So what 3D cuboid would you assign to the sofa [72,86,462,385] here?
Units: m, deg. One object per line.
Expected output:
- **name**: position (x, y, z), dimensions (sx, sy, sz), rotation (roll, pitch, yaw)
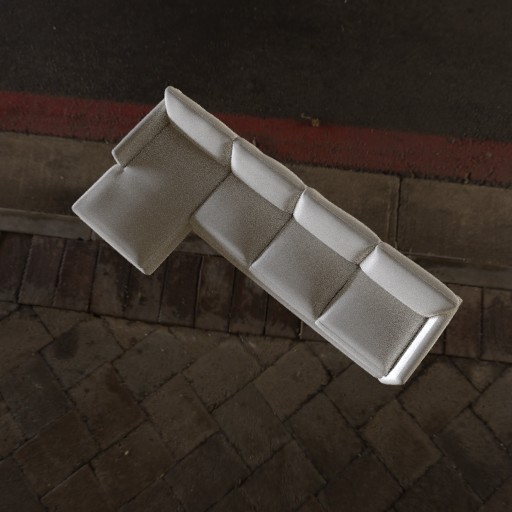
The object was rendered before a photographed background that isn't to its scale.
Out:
- **sofa**: position (0.000, 0.000, 3.878), dimensions (3.186, 0.875, 1.467), rotation (38, 78, 10)
